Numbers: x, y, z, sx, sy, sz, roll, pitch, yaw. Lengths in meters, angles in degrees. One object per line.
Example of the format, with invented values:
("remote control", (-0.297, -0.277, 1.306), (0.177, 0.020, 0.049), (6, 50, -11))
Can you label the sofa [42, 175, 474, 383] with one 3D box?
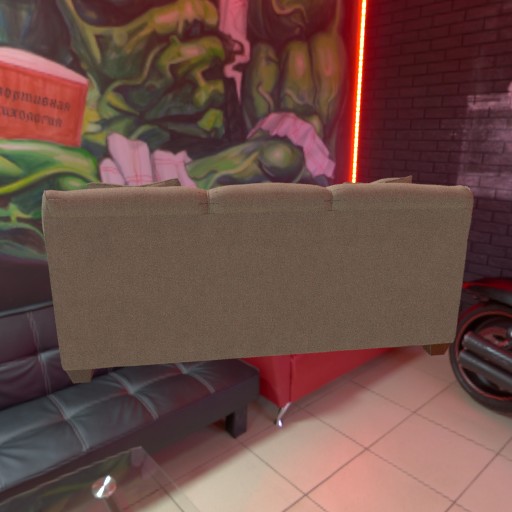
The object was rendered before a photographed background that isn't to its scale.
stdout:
("sofa", (0.000, 0.000, 2.580), (2.024, 0.958, 0.997), (-2, 16, -8))
